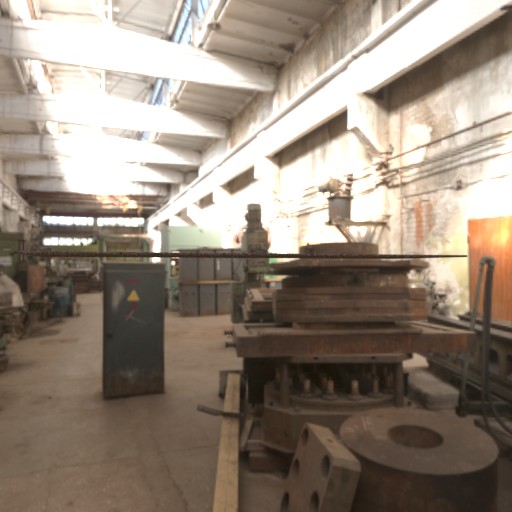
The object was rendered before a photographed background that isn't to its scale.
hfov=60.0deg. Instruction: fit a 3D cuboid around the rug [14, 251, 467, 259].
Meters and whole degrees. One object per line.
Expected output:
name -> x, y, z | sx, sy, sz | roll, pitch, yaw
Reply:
rug -> 0.000, 0.000, 2.476 | 2.296, 0.011, 0.691 | 0, -1, -18
